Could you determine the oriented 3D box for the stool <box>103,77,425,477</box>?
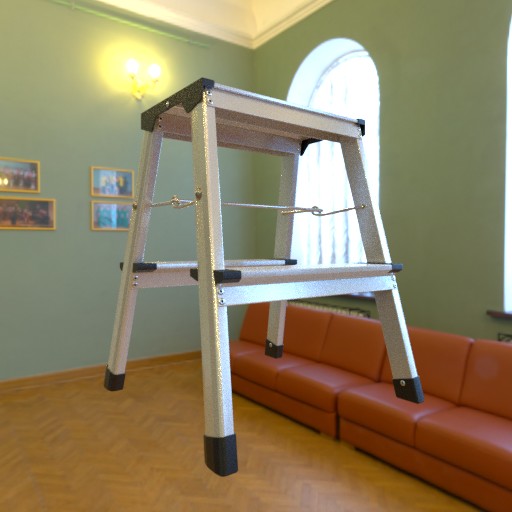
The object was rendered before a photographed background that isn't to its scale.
[{"bbox_3d":[0.000,0.000,0.768,0.404,0.480,0.405,-1,2,-37],"label":"stool"}]
